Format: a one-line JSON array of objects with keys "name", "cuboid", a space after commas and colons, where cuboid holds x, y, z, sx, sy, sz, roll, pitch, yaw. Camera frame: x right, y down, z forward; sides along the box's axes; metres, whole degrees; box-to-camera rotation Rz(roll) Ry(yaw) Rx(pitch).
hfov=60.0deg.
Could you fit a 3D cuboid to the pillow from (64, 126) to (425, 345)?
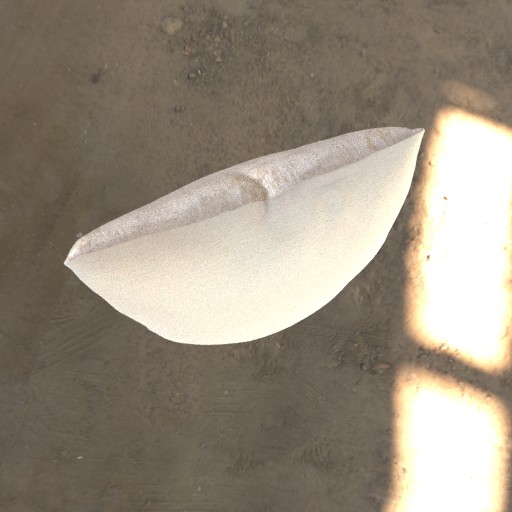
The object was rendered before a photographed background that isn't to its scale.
[{"name": "pillow", "cuboid": [0.000, 0.000, 0.711, 0.450, 0.448, 0.245, -19, 75, -5]}]
